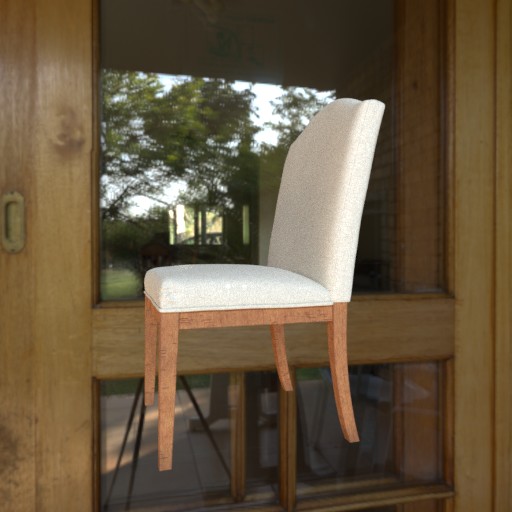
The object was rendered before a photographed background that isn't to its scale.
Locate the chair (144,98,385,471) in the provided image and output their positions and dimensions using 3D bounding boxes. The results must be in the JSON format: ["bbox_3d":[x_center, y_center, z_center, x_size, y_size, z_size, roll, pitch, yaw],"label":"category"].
[{"bbox_3d":[0.000,0.000,1.382,0.648,1.012,0.534,0,0,-18],"label":"chair"}]
